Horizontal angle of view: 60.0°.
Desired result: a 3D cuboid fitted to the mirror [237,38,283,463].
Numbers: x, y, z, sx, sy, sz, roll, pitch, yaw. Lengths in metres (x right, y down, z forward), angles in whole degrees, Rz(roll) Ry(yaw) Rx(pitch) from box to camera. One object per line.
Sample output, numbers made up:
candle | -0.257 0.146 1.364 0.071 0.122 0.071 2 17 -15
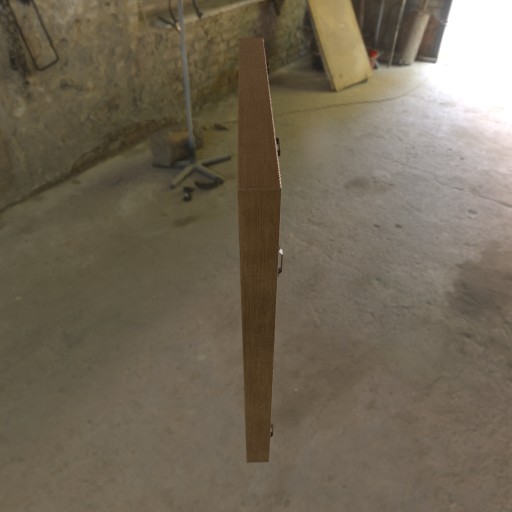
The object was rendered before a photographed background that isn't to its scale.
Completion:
mirror | 0.000 0.000 0.678 0.041 0.509 0.406 -1 42 -1
